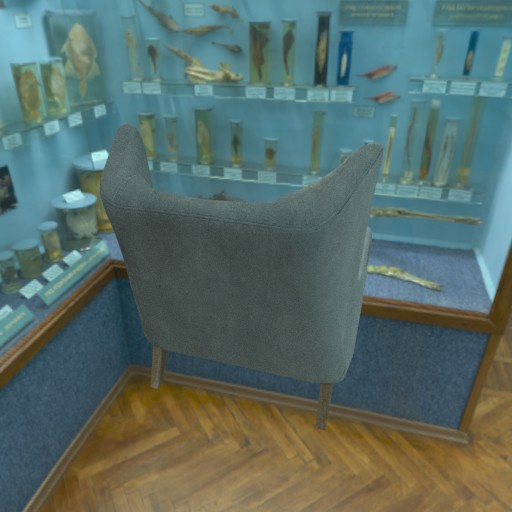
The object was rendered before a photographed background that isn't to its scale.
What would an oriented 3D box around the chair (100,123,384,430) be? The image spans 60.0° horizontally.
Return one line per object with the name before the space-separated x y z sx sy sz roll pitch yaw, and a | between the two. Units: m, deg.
chair | 0.000 0.000 1.597 0.784 0.950 0.906 9 31 15
